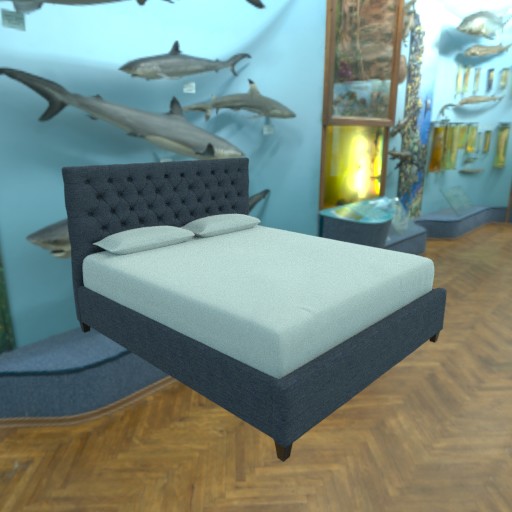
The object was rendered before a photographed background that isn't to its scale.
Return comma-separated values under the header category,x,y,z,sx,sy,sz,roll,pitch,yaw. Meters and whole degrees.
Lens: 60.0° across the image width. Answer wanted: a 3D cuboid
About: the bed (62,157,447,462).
category,x,y,z,sx,sy,sz,roll,pitch,yaw
bed,0.000,0.000,3.626,2.387,1.427,2.078,14,21,42
